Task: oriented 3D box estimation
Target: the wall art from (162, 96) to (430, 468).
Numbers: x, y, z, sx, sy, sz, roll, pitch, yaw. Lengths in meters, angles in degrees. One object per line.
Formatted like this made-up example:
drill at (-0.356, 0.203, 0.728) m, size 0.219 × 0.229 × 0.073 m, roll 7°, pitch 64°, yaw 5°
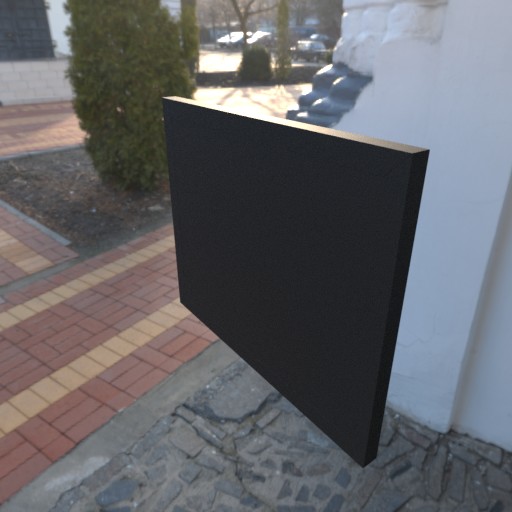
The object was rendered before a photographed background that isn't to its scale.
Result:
wall art at (0.000, 0.000, 0.748) m, size 0.029 × 0.457 × 0.558 m, roll -18°, pitch 32°, yaw -32°
